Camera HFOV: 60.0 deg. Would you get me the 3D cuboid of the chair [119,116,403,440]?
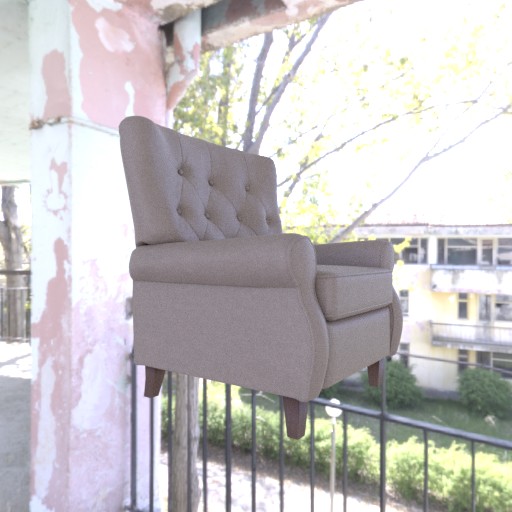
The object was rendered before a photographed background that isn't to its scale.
[{"bbox_3d":[0.000,0.000,1.914,1.041,1.138,0.999,0,0,36],"label":"chair"}]
